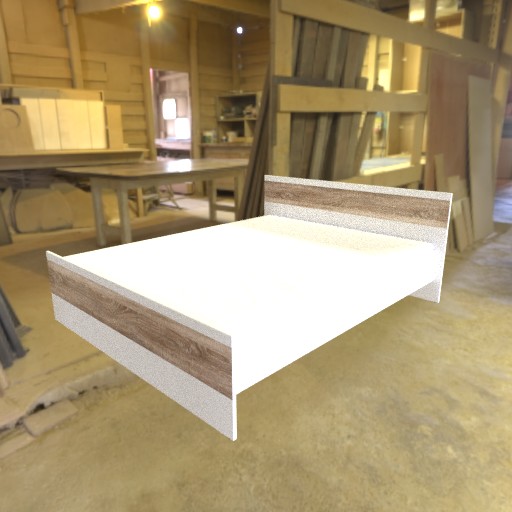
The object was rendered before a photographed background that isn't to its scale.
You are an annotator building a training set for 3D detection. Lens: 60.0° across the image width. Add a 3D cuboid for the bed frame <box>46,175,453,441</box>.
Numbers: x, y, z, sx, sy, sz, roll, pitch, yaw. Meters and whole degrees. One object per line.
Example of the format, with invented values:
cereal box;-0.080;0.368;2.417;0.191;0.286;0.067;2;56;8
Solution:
bed frame;0.000;0.000;2.976;1.720;0.800;2.060;15;22;42
